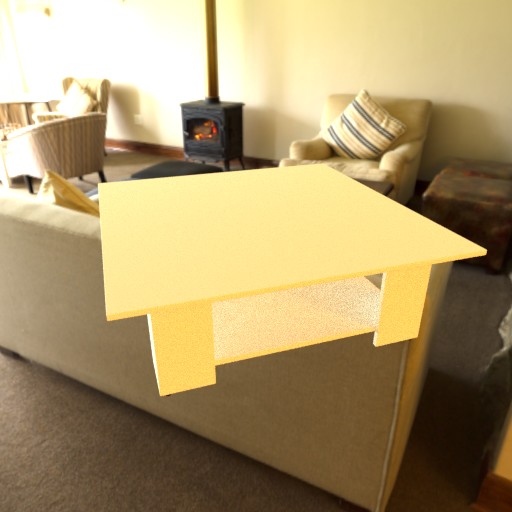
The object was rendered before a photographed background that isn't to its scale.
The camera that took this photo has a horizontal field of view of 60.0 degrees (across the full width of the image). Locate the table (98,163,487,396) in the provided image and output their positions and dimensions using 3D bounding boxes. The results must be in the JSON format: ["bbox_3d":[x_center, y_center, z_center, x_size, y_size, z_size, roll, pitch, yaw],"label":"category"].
[{"bbox_3d":[0.000,0.000,1.399,0.890,0.305,0.890,-8,27,-17],"label":"table"}]
